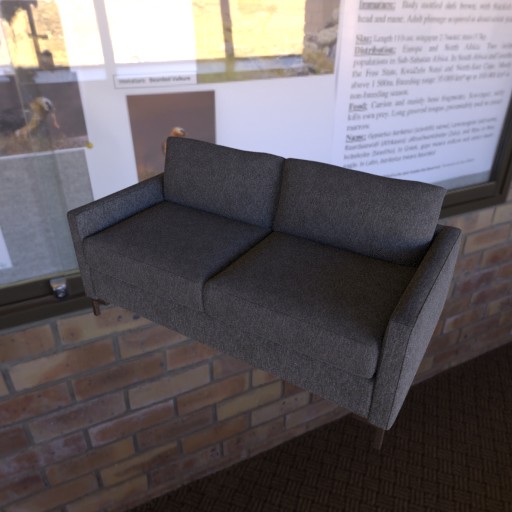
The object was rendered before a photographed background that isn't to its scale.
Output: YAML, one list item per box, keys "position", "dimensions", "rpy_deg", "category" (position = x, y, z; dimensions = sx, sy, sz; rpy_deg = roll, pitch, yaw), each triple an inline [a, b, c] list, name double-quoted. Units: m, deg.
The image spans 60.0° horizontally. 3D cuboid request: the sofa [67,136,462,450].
- position: [0.000, 0.000, 2.181]
  dimensions: [1.716, 0.862, 0.866]
  rpy_deg: [17, 34, 27]
  category: "sofa"
